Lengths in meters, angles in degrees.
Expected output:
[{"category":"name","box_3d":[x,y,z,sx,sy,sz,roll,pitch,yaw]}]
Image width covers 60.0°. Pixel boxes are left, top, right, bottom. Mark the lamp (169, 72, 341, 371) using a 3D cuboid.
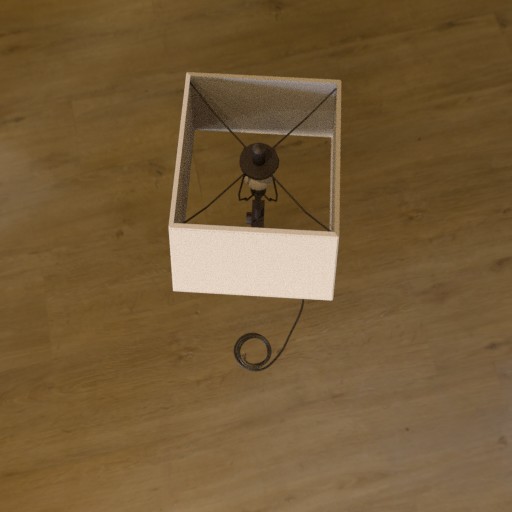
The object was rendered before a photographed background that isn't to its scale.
[{"category":"lamp","box_3d":[0.000,0.000,0.992,0.310,0.737,0.498,4,75,1]}]
